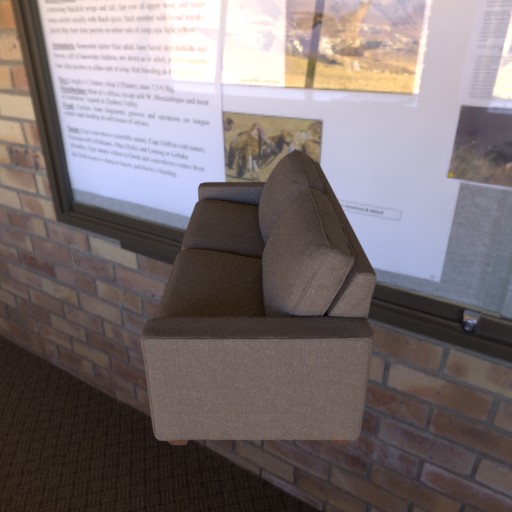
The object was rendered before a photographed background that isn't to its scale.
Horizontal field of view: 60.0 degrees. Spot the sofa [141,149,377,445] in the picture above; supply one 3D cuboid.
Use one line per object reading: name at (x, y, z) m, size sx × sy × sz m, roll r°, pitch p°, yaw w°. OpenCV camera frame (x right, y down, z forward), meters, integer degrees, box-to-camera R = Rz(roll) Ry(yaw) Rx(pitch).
sofa at (0.000, 0.000, 2.665) m, size 0.940 × 0.919 × 2.080 m, roll 0°, pitch 26°, yaw 0°
